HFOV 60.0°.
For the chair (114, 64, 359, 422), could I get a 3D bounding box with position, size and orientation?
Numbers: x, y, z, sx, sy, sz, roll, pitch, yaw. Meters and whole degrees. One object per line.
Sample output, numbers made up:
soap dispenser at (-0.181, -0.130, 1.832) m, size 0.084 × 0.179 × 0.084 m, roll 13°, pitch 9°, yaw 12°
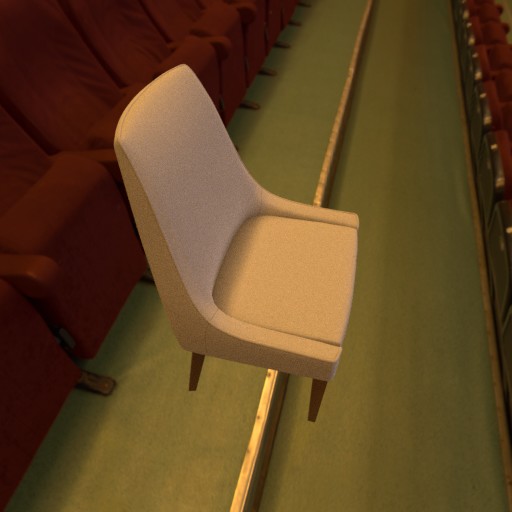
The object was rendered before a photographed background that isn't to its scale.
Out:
chair at (0.000, 0.000, 1.204) m, size 0.544 × 0.861 × 0.529 m, roll 10°, pitch 47°, yaw 10°
